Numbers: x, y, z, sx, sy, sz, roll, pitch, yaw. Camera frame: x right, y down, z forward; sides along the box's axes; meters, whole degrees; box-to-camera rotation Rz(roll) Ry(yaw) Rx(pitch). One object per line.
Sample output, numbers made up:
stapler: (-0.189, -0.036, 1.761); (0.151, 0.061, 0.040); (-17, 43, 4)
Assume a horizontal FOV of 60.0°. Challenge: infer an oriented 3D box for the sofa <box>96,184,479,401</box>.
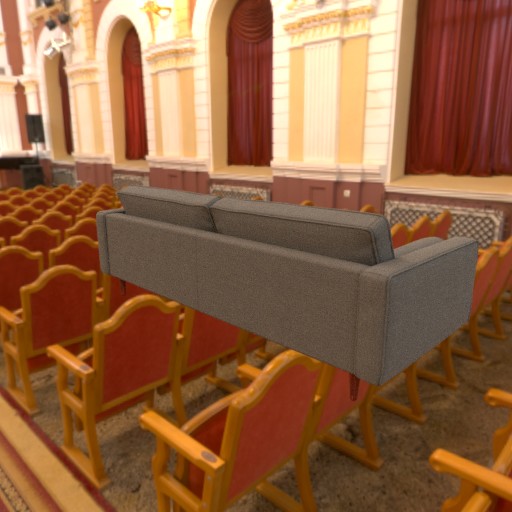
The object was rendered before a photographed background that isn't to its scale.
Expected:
sofa: (0.000, 0.000, 2.630); (2.198, 0.762, 0.914); (14, 20, 43)
